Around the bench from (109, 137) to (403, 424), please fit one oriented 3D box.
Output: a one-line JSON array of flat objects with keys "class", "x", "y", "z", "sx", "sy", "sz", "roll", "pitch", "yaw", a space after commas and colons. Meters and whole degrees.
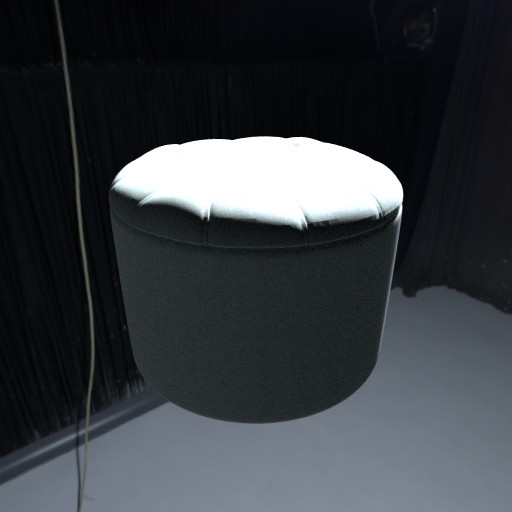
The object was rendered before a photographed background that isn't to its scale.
[{"class": "bench", "x": 0.000, "y": 0.000, "z": 1.011, "sx": 0.600, "sy": 0.453, "sz": 0.600, "roll": 0, "pitch": 27, "yaw": 0}]
